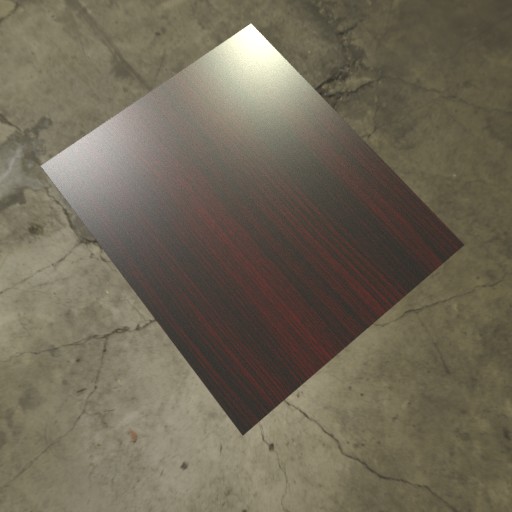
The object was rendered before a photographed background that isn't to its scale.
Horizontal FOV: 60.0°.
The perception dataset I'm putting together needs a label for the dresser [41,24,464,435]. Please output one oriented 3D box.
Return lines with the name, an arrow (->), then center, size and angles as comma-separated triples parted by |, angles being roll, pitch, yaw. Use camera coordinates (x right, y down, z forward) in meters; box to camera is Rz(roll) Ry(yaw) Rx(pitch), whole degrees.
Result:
dresser -> 0.000, 0.000, 0.806 | 0.360, 0.560, 0.400 | -38, 79, -9
